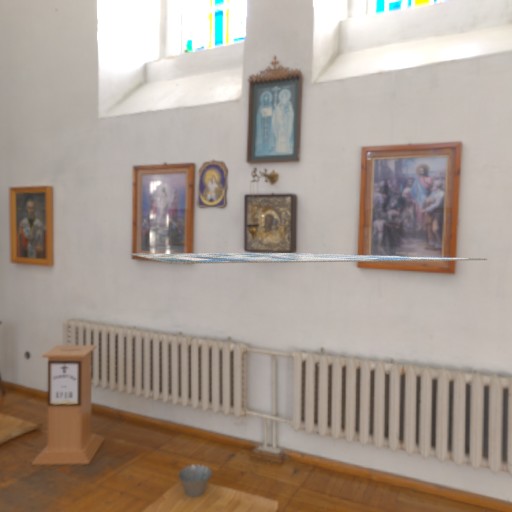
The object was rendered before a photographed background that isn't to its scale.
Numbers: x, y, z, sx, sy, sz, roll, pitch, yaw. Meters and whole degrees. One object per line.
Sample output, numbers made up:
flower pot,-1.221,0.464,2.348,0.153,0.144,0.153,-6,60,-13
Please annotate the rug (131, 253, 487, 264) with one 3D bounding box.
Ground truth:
rug,0.000,0.000,2.998,1.507,0.007,2.433,0,1,-19
